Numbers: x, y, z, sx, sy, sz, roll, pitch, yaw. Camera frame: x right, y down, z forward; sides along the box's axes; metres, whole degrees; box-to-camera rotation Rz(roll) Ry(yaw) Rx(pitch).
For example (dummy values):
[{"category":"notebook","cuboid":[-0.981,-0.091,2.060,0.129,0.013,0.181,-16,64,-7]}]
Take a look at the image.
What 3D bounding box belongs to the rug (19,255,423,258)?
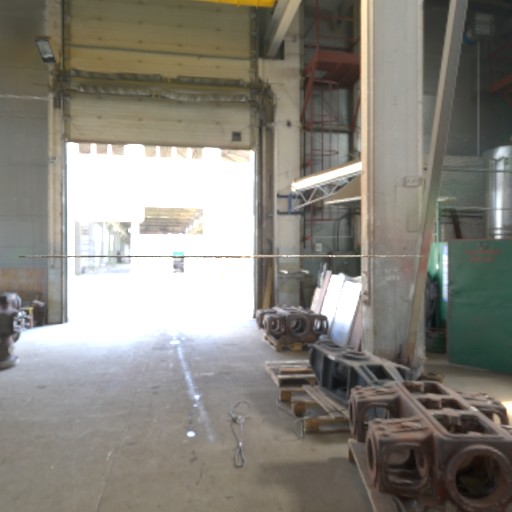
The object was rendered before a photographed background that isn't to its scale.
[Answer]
[{"category":"rug","cuboid":[0.000,0.000,2.174,1.142,0.010,1.748,0,0,36]}]
